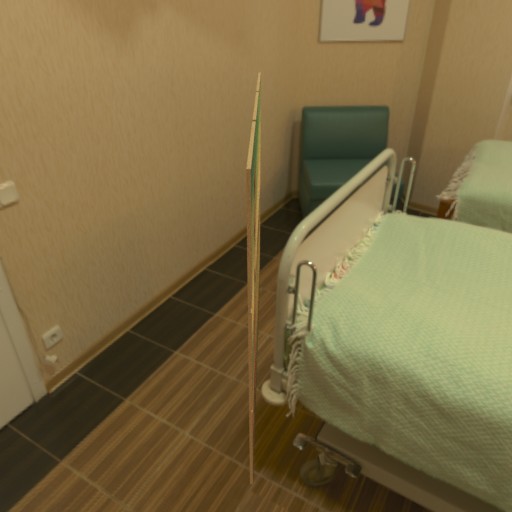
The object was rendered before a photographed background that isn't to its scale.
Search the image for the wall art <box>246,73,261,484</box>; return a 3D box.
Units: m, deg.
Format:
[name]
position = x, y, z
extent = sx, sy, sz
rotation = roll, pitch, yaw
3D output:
[wall art]
position = 0.000, 0.000, 2.269
extent = 0.014, 1.507, 1.519
rotation = 1, 32, 1
